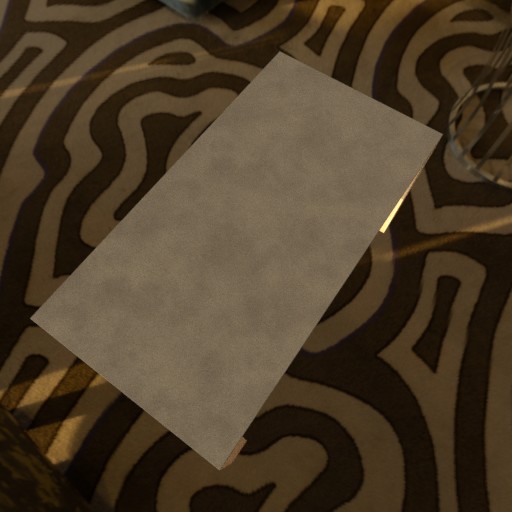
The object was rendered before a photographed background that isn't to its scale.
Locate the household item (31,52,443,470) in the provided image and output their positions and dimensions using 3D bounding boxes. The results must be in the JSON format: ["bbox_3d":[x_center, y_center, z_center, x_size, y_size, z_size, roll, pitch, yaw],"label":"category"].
[{"bbox_3d":[0.000,0.000,2.097,0.850,0.755,1.600,33,70,13],"label":"household item"}]
